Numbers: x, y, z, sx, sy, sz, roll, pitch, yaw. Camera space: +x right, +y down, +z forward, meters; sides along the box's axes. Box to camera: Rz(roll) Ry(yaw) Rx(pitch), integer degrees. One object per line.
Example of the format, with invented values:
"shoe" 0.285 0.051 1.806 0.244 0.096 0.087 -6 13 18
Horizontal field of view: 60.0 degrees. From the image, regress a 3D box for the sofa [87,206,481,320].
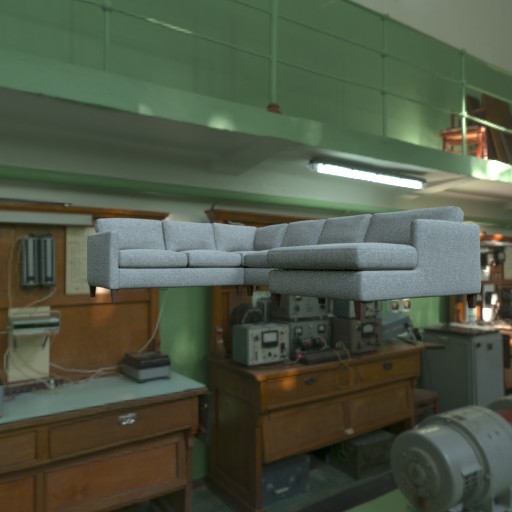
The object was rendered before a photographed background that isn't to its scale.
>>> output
"sofa" 0.000 0.000 4.636 2.593 0.959 3.460 1 -1 -35
